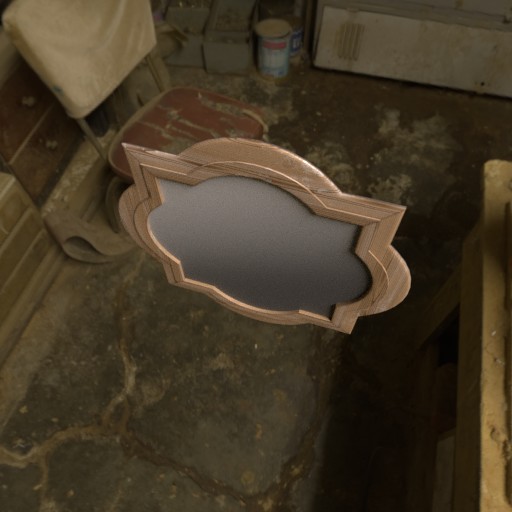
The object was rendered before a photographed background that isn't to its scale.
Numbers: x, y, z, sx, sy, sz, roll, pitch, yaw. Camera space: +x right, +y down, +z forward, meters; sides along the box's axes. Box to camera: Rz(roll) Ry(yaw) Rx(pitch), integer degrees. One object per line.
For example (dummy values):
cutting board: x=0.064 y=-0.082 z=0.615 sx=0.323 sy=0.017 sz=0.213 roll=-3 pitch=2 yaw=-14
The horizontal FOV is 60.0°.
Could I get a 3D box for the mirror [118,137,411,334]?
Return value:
mirror: x=0.000 y=0.000 z=1.044 sx=0.686 sy=0.686 sz=0.019 roll=15 pitch=58 yaw=9
